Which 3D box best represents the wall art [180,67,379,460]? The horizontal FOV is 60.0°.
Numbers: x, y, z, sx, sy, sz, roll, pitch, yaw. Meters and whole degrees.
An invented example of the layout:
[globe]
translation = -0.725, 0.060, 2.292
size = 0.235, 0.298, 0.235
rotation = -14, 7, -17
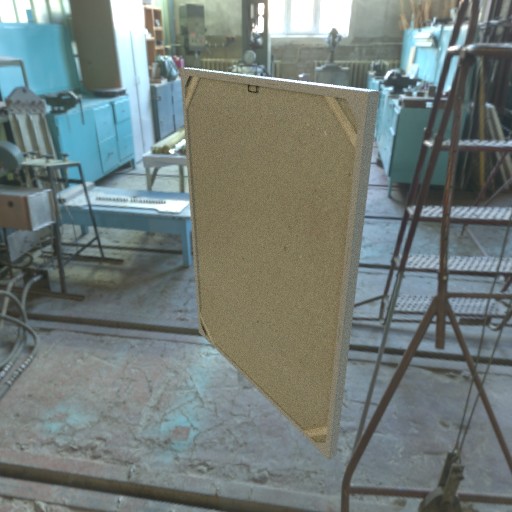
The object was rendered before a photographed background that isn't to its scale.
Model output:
[wall art]
translation = 0.000, 0.000, 1.610
size = 0.038, 1.212, 0.914
rotation = -18, 32, -32
